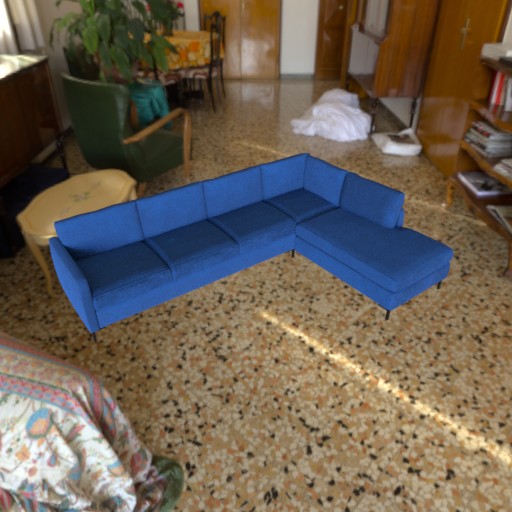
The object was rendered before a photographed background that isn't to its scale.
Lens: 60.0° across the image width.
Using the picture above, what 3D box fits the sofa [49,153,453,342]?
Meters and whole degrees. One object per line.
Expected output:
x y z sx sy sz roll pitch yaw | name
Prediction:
0.000 0.000 3.274 2.486 0.687 1.707 -22 39 -30 | sofa
